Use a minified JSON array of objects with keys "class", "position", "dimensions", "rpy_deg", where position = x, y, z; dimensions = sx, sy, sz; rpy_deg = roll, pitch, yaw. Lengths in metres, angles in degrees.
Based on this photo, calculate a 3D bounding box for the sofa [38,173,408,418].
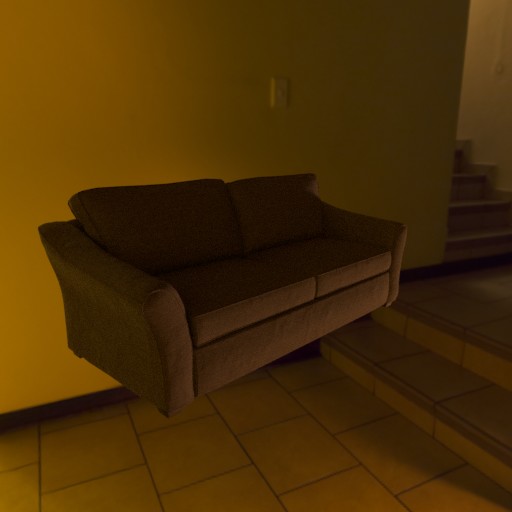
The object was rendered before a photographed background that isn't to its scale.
[{"class":"sofa","position":[0.000,0.000,2.785],"dimensions":[0.971,0.950,2.270],"rpy_deg":[13,19,43]}]
